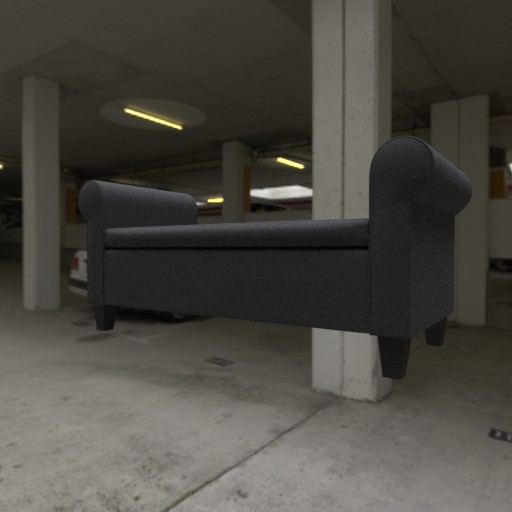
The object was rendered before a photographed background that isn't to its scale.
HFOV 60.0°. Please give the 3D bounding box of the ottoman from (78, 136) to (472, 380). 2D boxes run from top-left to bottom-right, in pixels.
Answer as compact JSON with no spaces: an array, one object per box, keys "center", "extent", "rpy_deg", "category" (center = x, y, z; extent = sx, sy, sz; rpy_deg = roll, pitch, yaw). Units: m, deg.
[{"center":[0.000,0.000,1.501],"extent":[1.256,0.547,0.521],"rpy_deg":[1,1,34],"category":"ottoman"}]
